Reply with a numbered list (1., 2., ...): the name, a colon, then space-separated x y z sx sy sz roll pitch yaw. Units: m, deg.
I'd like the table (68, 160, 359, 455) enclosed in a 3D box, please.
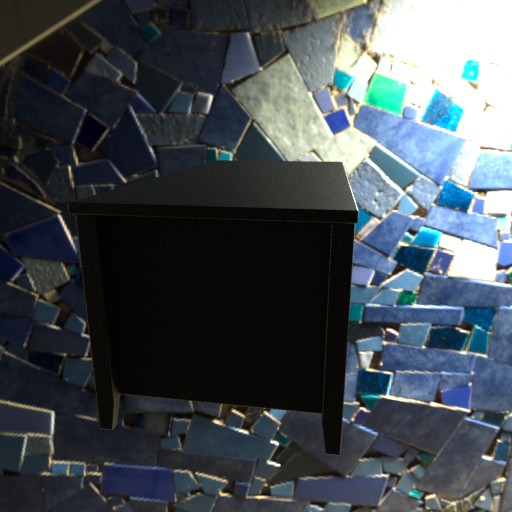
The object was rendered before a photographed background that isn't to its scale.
1. table: 0.000 0.000 1.257 0.483 0.457 1.016 3 16 9
